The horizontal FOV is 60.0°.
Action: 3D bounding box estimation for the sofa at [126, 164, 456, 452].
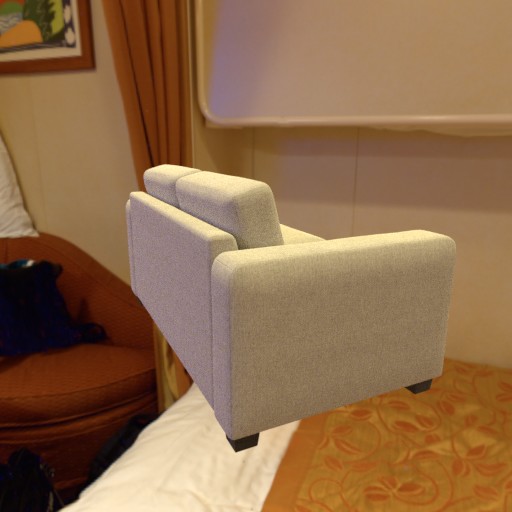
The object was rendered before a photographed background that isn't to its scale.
[{"bbox_3d":[0.000,0.000,2.049,0.900,0.800,1.540,-7,16,-25],"label":"sofa"}]
